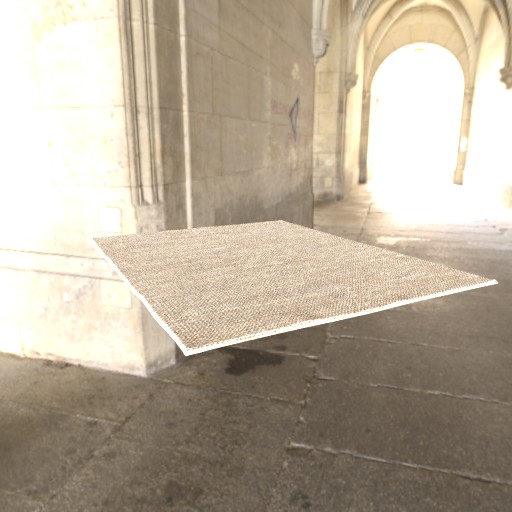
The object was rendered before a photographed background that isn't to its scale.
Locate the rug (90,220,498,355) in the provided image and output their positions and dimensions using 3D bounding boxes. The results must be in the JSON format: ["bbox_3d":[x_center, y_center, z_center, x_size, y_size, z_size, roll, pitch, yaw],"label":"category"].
[{"bbox_3d":[0.000,0.000,4.012,2.429,0.030,3.052,-8,16,-27],"label":"rug"}]
